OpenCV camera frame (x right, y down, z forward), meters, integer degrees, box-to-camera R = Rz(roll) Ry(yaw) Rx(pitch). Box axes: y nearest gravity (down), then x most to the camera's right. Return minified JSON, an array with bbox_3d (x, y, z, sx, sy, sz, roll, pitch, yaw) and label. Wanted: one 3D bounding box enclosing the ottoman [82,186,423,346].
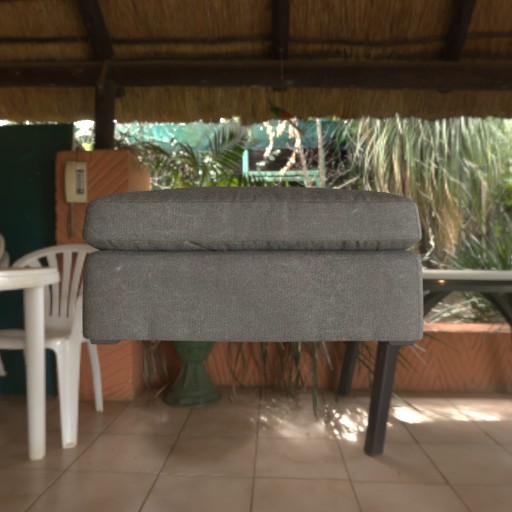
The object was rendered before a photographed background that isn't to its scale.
[{"bbox_3d":[0.000,0.000,1.629,0.840,0.429,1.199,0,0,1],"label":"ottoman"}]
